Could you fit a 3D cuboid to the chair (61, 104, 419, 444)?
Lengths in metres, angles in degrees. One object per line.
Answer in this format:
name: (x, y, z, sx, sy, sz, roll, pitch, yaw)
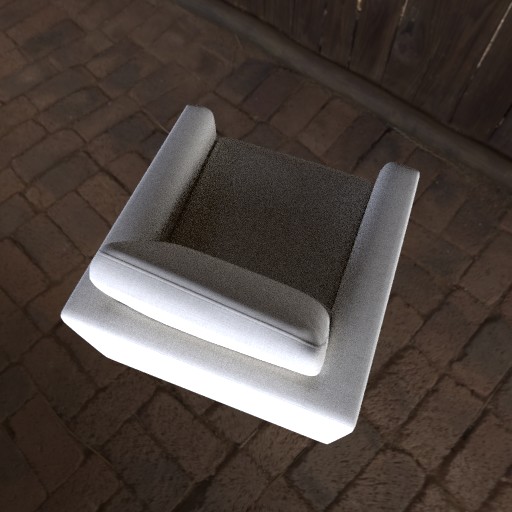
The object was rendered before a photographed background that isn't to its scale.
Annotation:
chair: (0.000, 0.000, 1.842, 1.070, 0.876, 1.100, 19, 65, 9)
